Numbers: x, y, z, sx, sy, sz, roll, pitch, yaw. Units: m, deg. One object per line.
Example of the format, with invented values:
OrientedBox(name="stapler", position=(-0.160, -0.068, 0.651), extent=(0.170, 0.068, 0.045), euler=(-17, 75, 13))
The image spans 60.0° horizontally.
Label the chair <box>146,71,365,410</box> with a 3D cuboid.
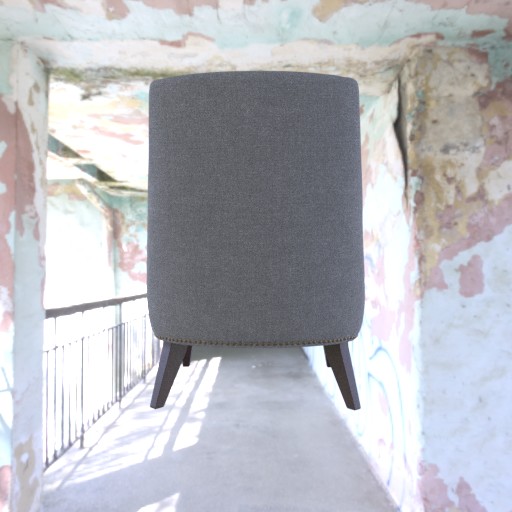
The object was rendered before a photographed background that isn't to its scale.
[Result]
OrientedBox(name="chair", position=(0.000, 0.000, 1.499), extent=(0.701, 0.909, 0.861), euler=(0, -2, 1))
